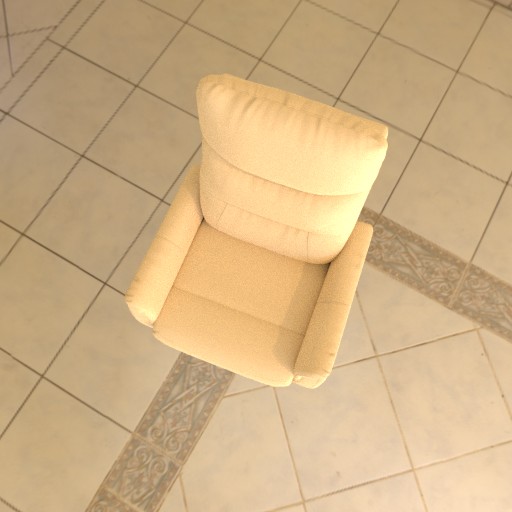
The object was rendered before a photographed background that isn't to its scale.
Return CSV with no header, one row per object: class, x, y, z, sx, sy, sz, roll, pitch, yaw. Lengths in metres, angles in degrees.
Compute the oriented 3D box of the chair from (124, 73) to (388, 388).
chair,0.000,0.000,1.630,0.775,1.082,0.831,20,76,5
